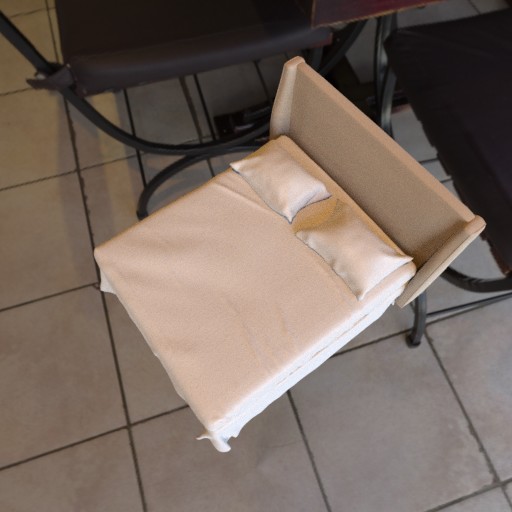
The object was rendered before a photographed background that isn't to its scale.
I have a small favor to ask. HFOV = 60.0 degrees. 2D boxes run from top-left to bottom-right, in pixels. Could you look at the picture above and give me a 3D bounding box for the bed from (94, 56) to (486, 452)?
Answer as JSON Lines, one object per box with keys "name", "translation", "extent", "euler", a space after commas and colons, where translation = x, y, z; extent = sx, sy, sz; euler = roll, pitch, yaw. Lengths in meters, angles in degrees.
{"name": "bed", "translation": [0.000, 0.000, 3.426], "extent": [2.276, 1.332, 1.925], "euler": [-34, 69, -15]}
